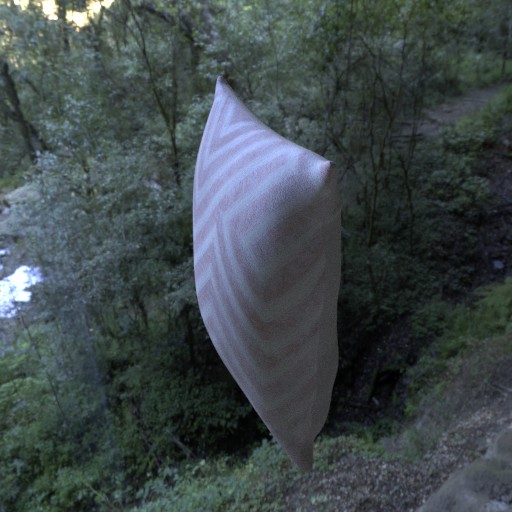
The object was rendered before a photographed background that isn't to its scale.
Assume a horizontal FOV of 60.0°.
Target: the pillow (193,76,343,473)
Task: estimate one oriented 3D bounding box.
[{"bbox_3d":[0.000,0.000,0.655,0.182,0.441,0.440,-9,32,-14],"label":"pillow"}]
